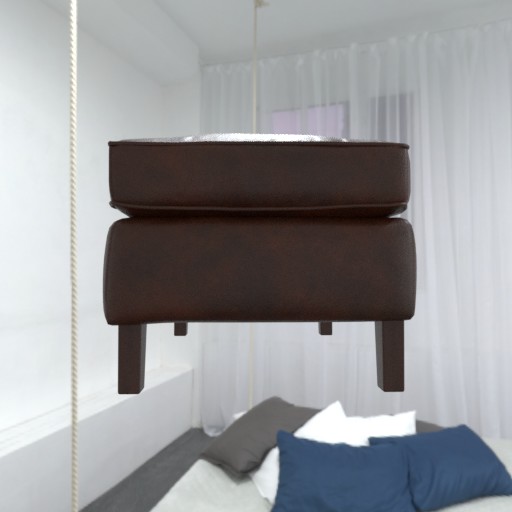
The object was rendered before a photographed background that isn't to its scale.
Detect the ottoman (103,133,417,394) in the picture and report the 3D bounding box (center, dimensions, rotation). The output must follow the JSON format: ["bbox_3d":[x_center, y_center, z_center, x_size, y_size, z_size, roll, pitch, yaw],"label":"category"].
[{"bbox_3d":[0.000,0.000,0.970,0.501,0.432,0.665,0,-1,-2],"label":"ottoman"}]
